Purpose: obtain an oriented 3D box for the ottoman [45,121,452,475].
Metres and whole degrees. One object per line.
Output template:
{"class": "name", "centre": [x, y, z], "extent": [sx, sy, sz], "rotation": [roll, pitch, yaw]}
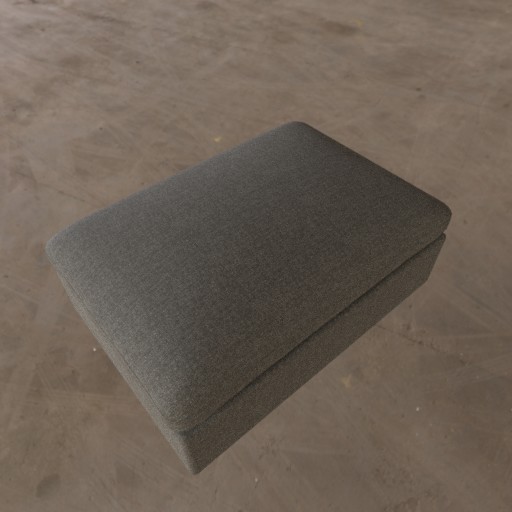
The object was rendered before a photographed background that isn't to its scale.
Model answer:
{"class": "ottoman", "centre": [0.000, 0.000, 1.414], "extent": [1.041, 0.483, 0.711], "rotation": [-32, 55, -26]}
